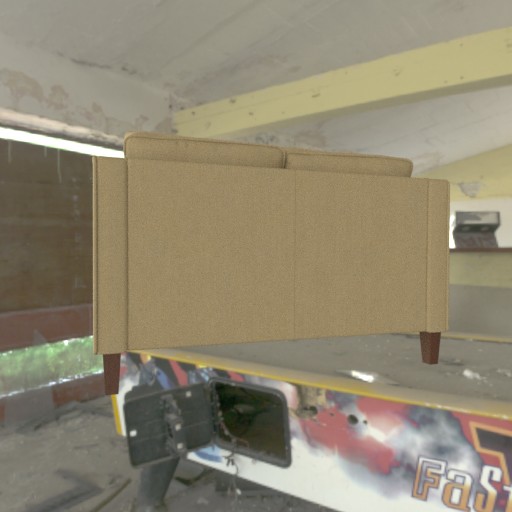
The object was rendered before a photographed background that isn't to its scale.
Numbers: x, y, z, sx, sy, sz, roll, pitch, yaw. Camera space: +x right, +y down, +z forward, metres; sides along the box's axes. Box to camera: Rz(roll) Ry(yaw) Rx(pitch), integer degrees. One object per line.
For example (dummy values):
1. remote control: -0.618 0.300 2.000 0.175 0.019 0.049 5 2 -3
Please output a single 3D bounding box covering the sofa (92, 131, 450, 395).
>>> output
1. sofa: 0.000 0.000 2.200 1.501 0.971 0.987 0 0 -19
